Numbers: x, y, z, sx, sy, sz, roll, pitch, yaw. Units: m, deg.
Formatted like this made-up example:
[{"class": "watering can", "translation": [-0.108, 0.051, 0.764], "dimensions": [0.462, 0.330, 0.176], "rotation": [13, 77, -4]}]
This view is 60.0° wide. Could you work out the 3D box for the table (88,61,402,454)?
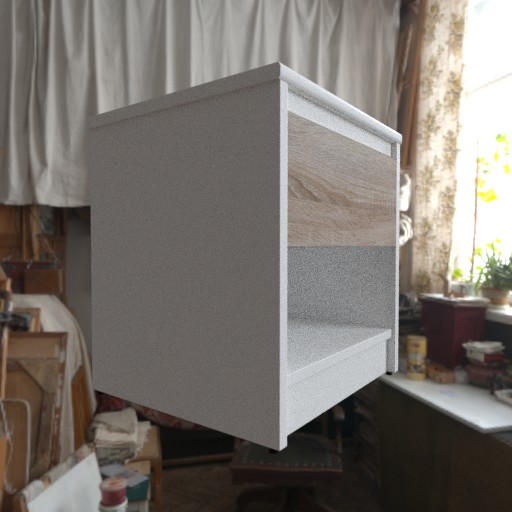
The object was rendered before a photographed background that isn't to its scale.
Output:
[{"class": "table", "translation": [0.000, 0.000, 0.792], "dimensions": [0.380, 0.460, 0.420], "rotation": [1, 2, 36]}]
